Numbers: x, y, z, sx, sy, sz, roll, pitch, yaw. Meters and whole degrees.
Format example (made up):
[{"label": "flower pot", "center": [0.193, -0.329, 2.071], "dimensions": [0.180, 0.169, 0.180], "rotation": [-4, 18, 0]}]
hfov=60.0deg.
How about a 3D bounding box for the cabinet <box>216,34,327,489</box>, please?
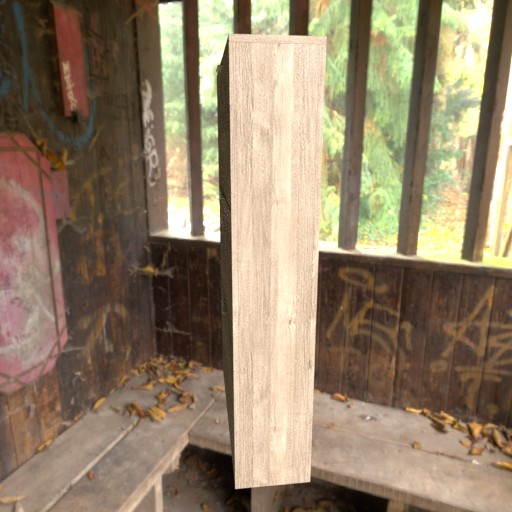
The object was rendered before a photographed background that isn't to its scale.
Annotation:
[{"label": "cabinet", "center": [0.000, 0.000, 1.573], "dimensions": [0.250, 1.280, 0.750], "rotation": [-2, 15, -7]}]
